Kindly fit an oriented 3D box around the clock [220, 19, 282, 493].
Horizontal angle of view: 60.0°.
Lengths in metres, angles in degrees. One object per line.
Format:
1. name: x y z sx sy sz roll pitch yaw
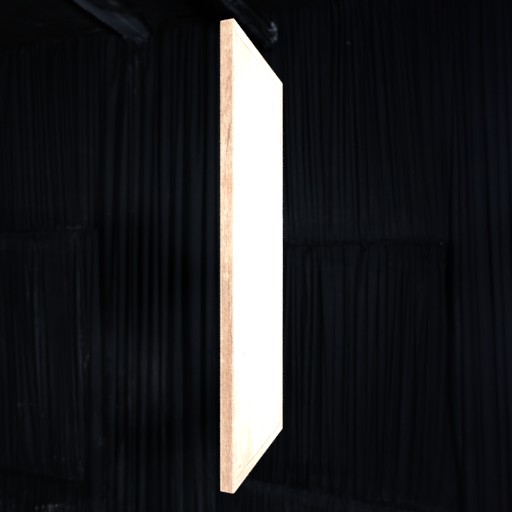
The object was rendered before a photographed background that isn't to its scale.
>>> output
1. clock: 0.000 0.000 1.075 0.030 0.965 0.361 0 0 19
